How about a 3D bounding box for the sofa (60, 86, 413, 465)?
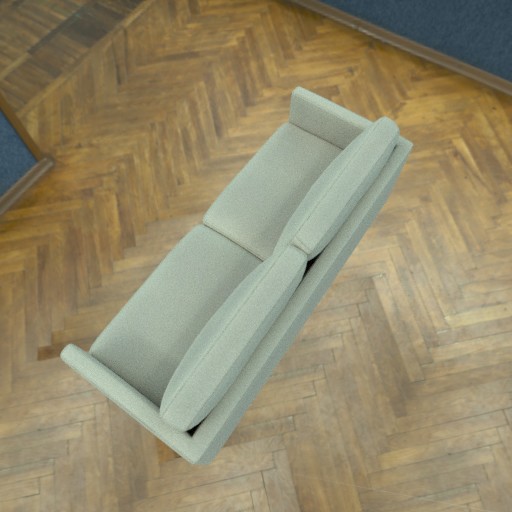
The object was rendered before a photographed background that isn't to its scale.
[{"bbox_3d":[0.000,0.000,2.858,0.951,0.968,2.361,32,69,14],"label":"sofa"}]
